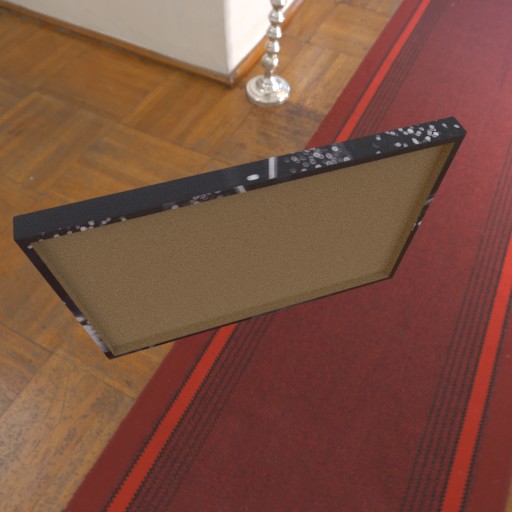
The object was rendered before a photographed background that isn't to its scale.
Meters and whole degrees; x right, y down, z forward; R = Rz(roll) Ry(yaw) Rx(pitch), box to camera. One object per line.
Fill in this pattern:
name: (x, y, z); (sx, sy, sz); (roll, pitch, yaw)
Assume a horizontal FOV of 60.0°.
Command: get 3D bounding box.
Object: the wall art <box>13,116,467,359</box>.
wall art: (0.000, 0.000, 0.748); (0.609, 0.406, 0.037); (-15, 58, -9)
